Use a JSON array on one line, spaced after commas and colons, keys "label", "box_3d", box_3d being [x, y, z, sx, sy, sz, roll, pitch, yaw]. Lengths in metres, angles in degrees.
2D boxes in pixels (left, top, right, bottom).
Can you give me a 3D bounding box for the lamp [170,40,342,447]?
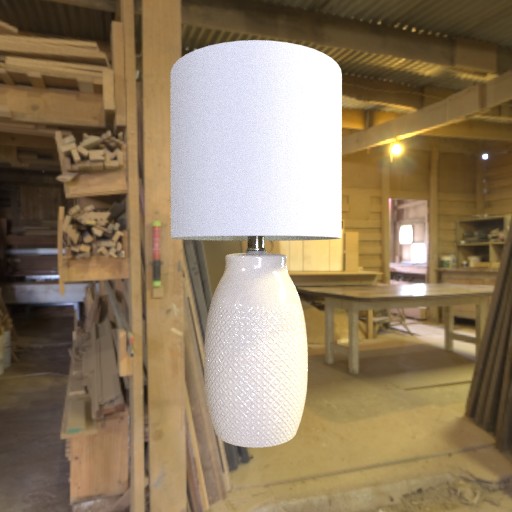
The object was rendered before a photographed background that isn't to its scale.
[{"label": "lamp", "box_3d": [0.000, 0.000, 0.573, 0.217, 0.453, 0.217, 0, 1, -17]}]
